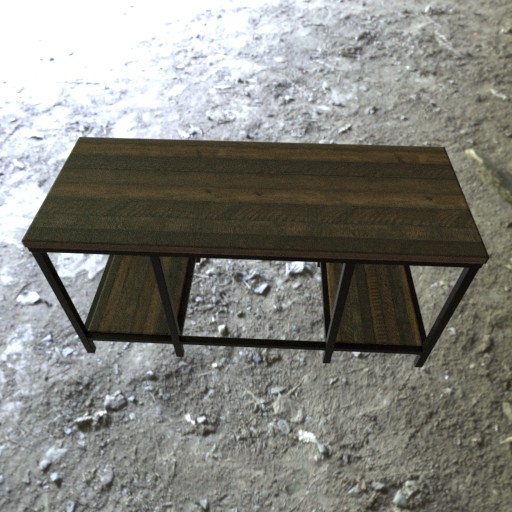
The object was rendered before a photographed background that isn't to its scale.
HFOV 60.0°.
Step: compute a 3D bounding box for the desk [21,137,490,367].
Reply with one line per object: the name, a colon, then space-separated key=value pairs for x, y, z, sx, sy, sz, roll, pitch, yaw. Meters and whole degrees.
desk: x=0.000 y=0.000 z=1.940 sx=1.538 sy=0.753 sz=0.617 roll=2 pitch=48 yaw=2
